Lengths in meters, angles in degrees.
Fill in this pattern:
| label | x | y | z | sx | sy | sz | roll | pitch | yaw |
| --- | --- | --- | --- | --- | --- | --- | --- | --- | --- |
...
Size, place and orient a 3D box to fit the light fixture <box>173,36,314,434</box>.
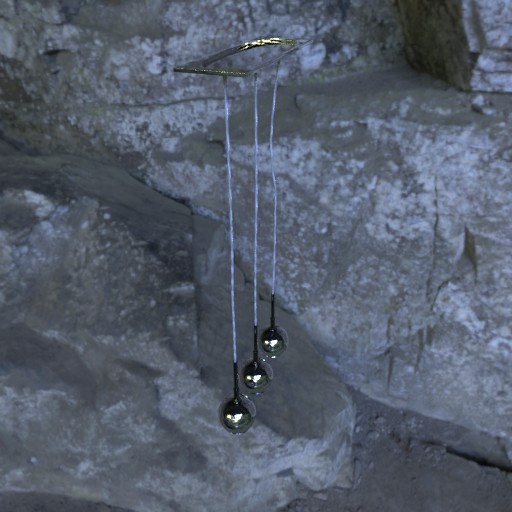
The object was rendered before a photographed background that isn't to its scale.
| label | x | y | z | sx | sy | sz | roll | pitch | yaw |
| --- | --- | --- | --- | --- | --- | --- | --- | --- | --- |
| light fixture | 0.000 | 0.000 | 1.658 | 0.188 | 1.408 | 0.623 | 12 | 35 | 17 |
